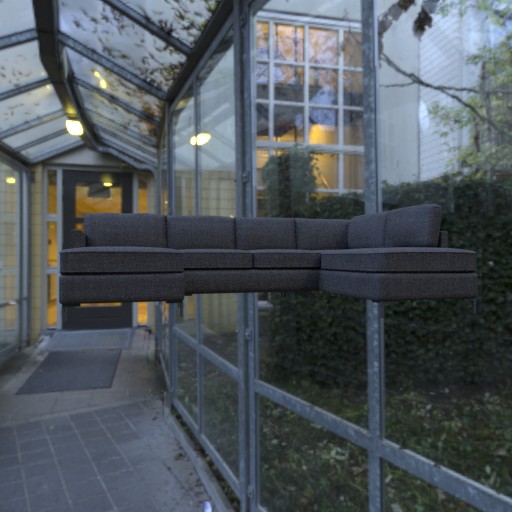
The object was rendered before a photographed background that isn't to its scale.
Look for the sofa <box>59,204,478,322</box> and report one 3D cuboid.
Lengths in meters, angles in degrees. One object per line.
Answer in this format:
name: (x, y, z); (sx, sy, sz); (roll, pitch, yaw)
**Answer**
sofa: (0.000, 0.000, 4.298); (3.423, 0.999, 2.048); (0, 0, -18)
